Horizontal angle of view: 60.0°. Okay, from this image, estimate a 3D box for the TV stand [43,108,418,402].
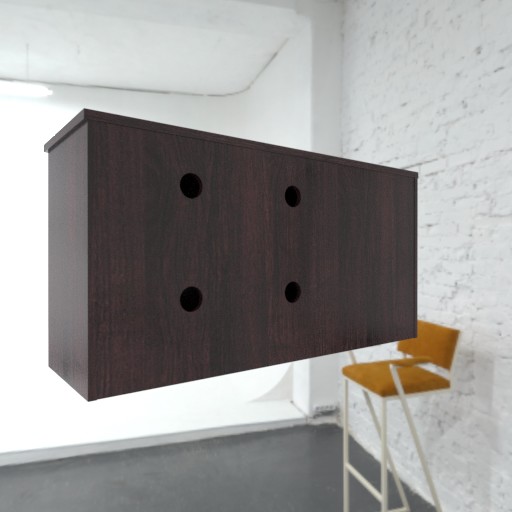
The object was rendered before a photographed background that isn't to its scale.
[{"bbox_3d":[0.000,0.000,1.435,1.192,0.614,0.404,0,0,-37],"label":"TV stand"}]
